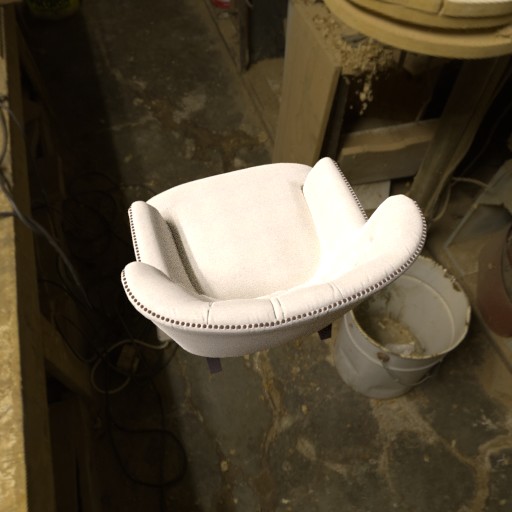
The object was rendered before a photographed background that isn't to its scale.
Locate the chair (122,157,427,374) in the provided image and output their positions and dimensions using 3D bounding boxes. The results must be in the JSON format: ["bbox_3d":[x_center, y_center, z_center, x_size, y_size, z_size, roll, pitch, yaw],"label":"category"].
[{"bbox_3d":[0.000,0.000,1.624,0.848,0.868,0.906,-15,59,-9],"label":"chair"}]
